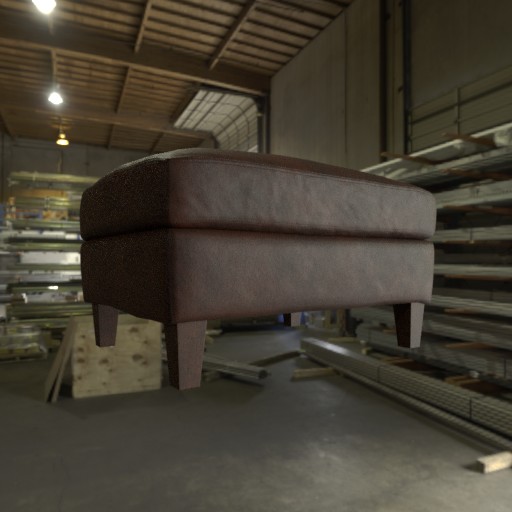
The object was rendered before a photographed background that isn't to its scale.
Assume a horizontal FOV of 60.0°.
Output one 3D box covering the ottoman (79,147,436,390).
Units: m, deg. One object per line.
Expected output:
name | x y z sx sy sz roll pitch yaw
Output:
ottoman | 0.000 0.000 1.297 0.887 0.527 0.659 1 -1 -35
